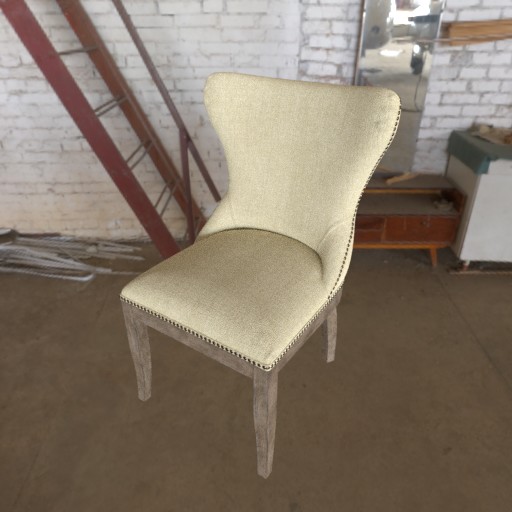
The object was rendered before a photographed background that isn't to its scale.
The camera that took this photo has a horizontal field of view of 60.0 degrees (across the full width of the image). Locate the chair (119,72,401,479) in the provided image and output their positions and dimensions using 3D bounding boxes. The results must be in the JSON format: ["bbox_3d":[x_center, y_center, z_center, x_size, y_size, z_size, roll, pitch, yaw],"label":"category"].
[{"bbox_3d":[0.000,0.000,1.405,0.654,1.002,0.681,19,35,29],"label":"chair"}]
